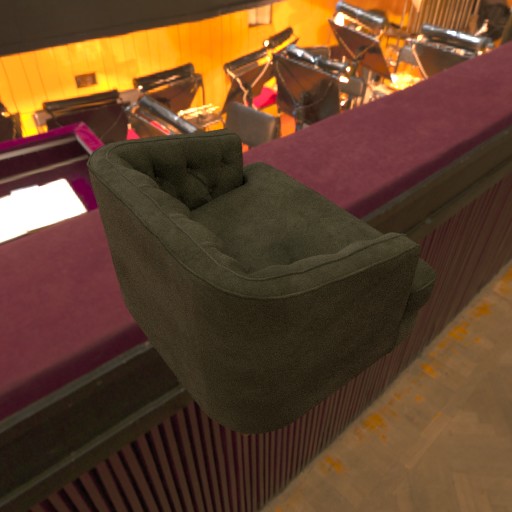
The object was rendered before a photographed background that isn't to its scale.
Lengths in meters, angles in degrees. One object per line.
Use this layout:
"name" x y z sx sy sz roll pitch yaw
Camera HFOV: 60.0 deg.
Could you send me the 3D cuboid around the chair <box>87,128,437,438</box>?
"chair" 0.000 0.000 1.774 0.941 0.852 1.104 -27 48 -28
